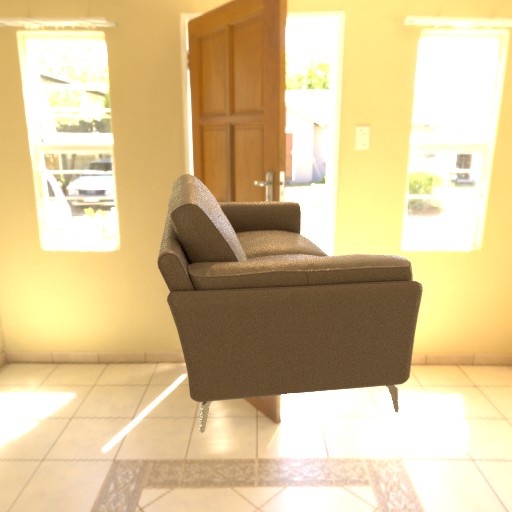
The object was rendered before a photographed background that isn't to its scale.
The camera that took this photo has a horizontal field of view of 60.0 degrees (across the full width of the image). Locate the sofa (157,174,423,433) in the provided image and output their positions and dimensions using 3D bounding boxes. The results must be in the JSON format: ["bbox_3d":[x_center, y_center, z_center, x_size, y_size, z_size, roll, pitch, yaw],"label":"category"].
[{"bbox_3d":[0.000,0.000,2.709,1.049,0.930,2.101,-2,14,-9],"label":"sofa"}]
